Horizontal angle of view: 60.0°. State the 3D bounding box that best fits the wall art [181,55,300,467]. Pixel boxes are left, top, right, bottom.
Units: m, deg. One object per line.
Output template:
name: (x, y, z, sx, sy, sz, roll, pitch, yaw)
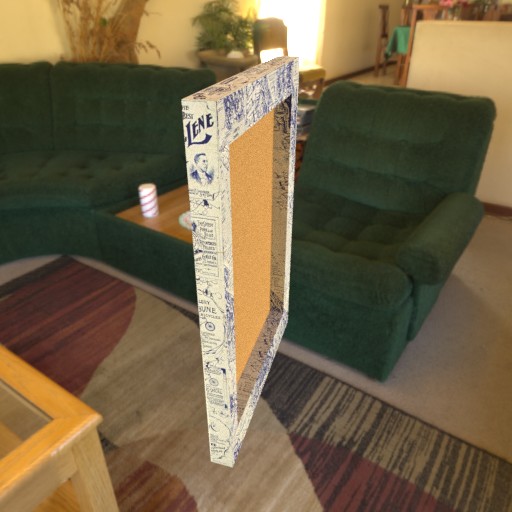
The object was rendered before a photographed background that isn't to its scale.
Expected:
wall art: (0.000, 0.000, 0.776, 0.040, 0.601, 0.408, 9, 31, 14)
